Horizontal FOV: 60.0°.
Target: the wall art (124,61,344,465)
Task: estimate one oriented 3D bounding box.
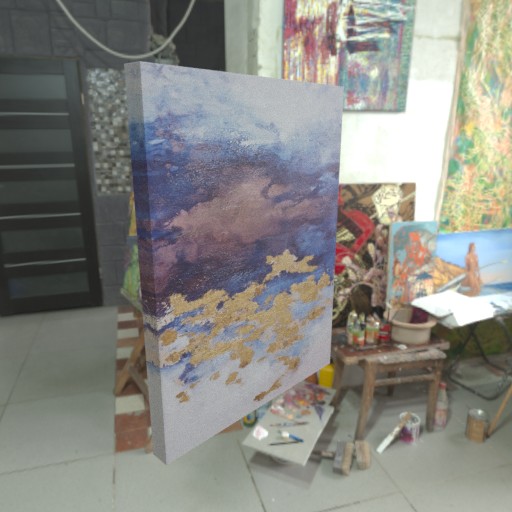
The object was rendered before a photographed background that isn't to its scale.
[{"bbox_3d":[0.000,0.000,0.772,0.036,0.581,0.437,15,21,42],"label":"wall art"}]
